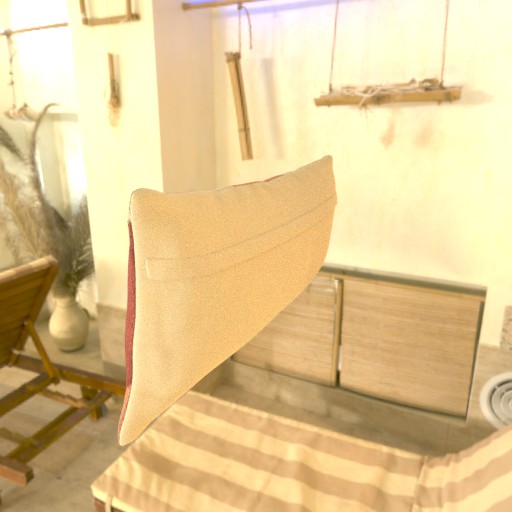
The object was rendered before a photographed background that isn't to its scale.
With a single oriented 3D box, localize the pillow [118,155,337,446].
[{"bbox_3d":[0.000,0.000,0.708,0.155,0.292,0.609,8,19,25],"label":"pillow"}]
